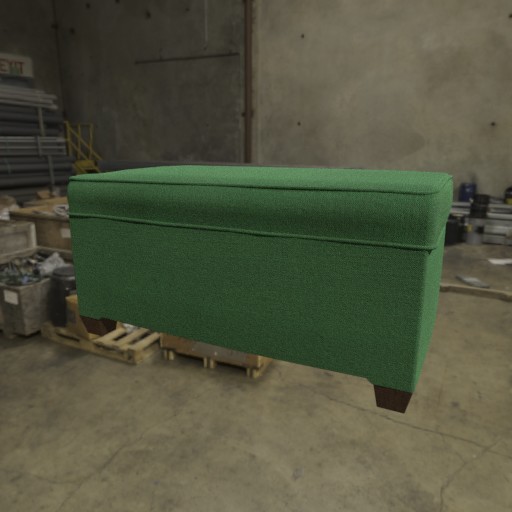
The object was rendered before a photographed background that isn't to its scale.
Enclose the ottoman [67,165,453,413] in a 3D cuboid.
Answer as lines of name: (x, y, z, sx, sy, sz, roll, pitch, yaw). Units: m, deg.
ottoman: (0.000, 0.000, 1.218, 0.957, 0.471, 0.483, 7, 16, 26)
